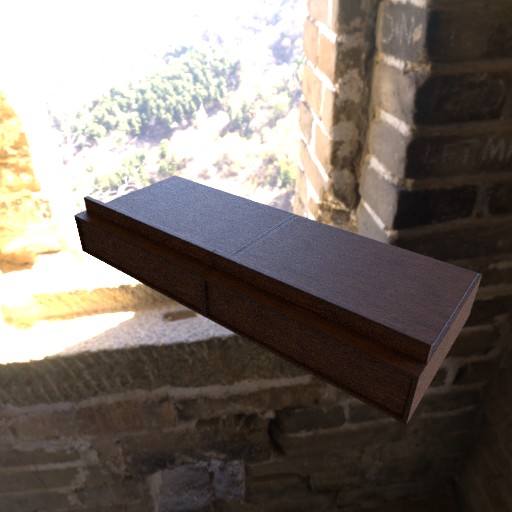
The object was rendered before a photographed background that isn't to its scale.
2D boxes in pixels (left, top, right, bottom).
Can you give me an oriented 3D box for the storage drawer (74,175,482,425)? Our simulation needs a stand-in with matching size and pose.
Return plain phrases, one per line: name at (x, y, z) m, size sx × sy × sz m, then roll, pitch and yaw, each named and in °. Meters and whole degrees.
storage drawer at (0.000, 0.000, 2.221) m, size 1.914 × 0.339 × 0.774 m, roll 22°, pitch 38°, yaw 32°
